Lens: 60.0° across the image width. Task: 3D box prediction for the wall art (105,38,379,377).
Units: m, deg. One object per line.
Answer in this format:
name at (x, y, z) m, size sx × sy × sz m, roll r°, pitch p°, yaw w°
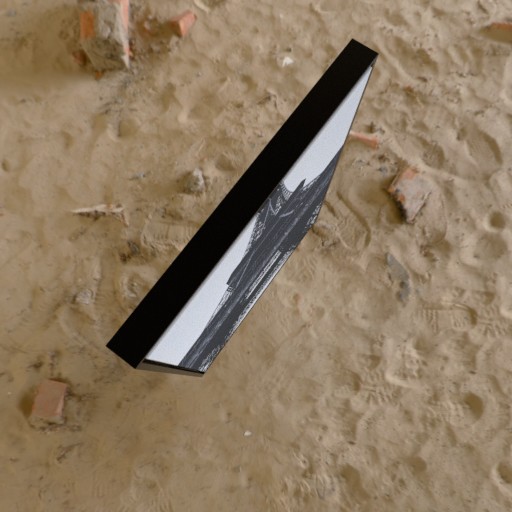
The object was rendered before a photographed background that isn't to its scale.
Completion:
wall art at (0.000, 0.000, 0.747) m, size 0.039 × 0.553 × 0.451 m, roll 35°, pitch 77°, yaw 9°
